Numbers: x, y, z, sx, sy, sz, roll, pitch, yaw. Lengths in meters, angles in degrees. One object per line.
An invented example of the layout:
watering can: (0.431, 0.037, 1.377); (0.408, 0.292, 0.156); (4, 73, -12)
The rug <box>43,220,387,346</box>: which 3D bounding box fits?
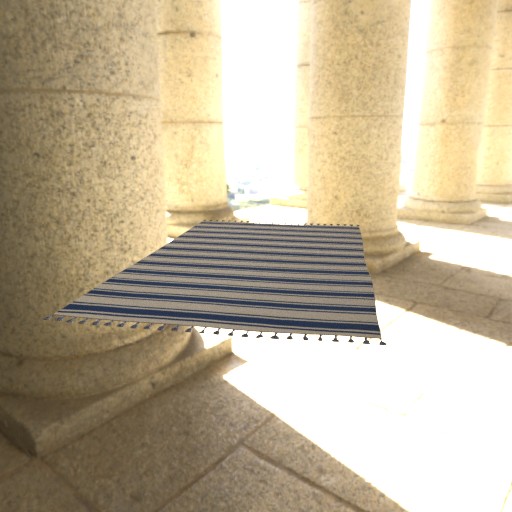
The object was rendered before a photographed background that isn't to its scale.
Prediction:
rug: (0.000, 0.000, 2.536); (1.248, 0.009, 2.108); (3, 15, 10)
